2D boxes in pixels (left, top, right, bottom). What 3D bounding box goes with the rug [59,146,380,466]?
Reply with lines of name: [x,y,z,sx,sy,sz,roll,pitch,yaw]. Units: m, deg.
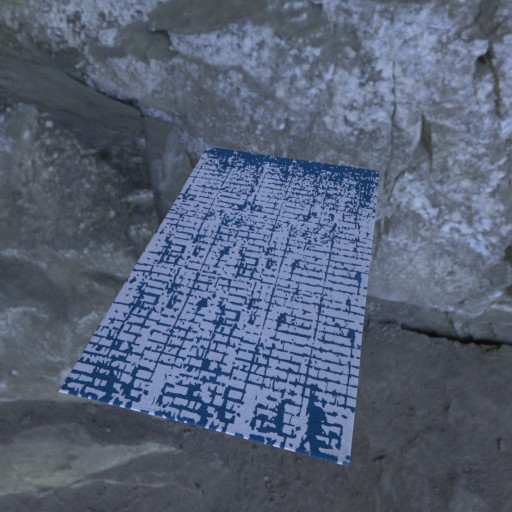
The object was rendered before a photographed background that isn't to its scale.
rug: [0.000,0.000,3.018,1.517,0.011,2.435,10,47,10]
